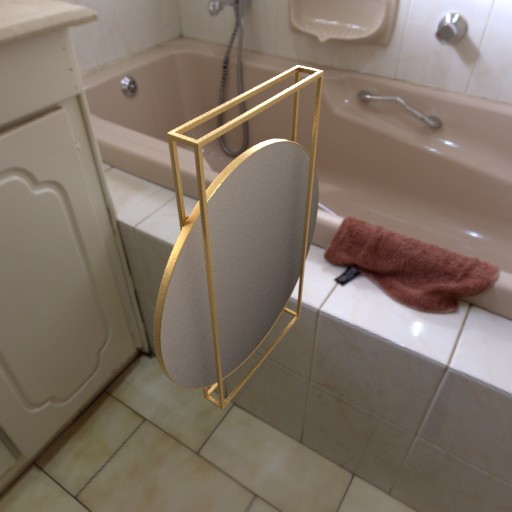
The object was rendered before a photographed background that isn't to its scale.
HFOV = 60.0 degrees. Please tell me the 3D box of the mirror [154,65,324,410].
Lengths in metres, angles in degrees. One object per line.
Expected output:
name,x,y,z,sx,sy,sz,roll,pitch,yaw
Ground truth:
mirror,0.000,0.000,0.836,0.051,0.603,0.508,25,47,26
